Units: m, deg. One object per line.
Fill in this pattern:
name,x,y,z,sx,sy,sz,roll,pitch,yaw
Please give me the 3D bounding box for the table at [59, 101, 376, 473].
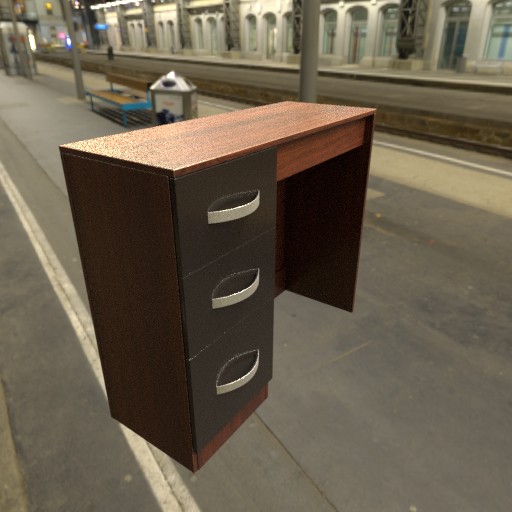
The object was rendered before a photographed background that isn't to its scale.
table,0.000,0.000,1.365,0.380,0.790,0.930,17,31,31
